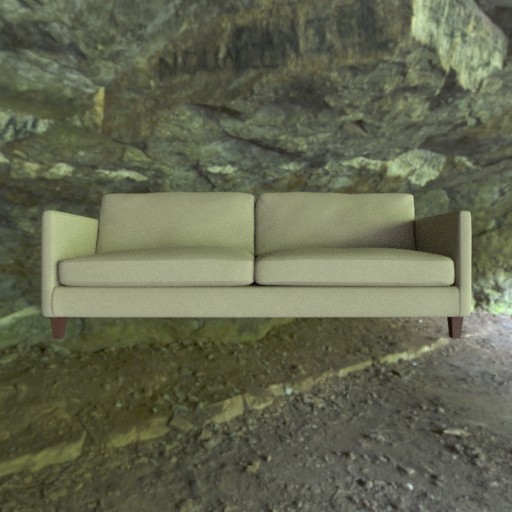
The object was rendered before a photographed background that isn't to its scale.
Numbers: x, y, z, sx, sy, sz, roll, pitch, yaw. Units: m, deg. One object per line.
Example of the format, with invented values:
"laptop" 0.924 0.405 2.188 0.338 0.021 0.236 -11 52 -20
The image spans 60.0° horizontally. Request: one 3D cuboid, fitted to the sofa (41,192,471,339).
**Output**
"sofa" 0.000 0.000 2.905 2.404 0.912 0.988 0 1 0
